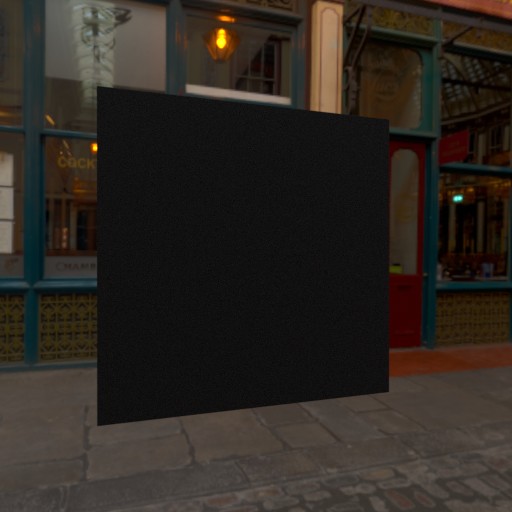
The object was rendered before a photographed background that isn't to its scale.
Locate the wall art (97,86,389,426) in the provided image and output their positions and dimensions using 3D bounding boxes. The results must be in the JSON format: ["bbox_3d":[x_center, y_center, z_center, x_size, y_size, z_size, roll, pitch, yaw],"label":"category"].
[{"bbox_3d":[0.000,0.000,0.685,0.462,0.458,0.030,0,0,-19],"label":"wall art"}]
